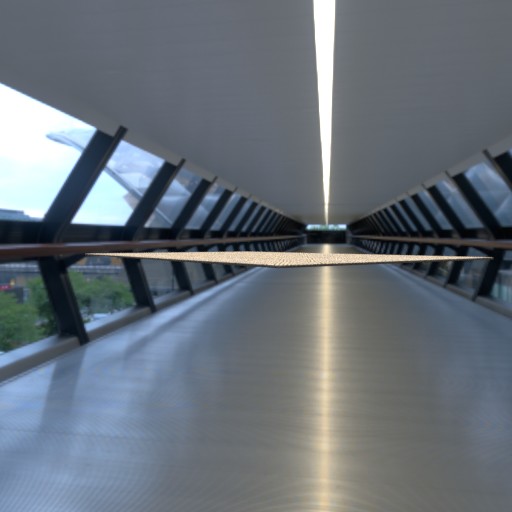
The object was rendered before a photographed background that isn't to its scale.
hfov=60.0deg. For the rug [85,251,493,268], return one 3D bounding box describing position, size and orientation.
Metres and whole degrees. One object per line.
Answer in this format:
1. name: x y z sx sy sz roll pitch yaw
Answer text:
1. rug: 0.000 0.000 2.233 1.175 0.008 1.783 -1 2 -37
